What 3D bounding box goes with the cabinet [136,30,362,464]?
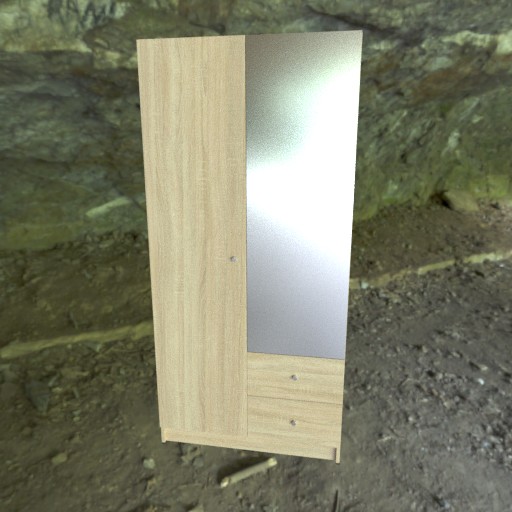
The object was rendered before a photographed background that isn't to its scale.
[{"bbox_3d":[0.000,0.000,2.451,1.001,2.121,0.590,2,14,10],"label":"cabinet"}]
